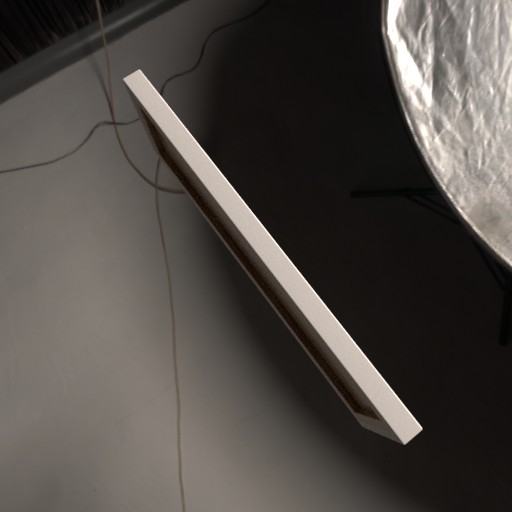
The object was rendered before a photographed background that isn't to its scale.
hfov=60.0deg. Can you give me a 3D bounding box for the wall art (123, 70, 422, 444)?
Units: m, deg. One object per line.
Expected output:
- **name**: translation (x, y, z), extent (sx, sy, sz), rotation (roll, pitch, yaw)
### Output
- **wall art**: translation (0.000, 0.000, 0.844), extent (0.038, 0.255, 0.763), rotation (-35, 77, -9)
